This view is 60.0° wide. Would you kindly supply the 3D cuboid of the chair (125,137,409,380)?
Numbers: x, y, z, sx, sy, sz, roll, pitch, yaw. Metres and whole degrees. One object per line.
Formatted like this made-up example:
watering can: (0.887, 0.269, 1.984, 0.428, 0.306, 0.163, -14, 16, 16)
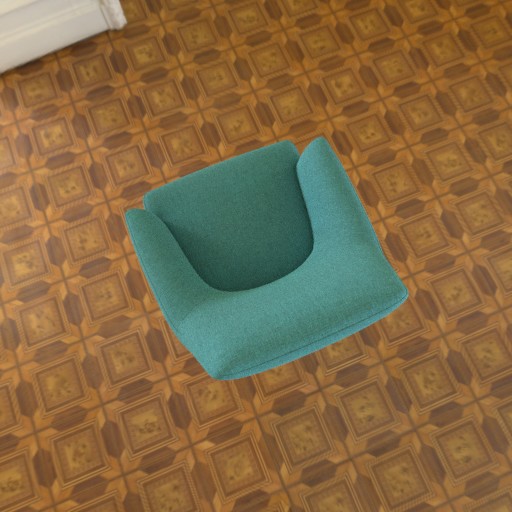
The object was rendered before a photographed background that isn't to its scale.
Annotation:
chair: (0.000, 0.000, 1.385, 0.642, 0.874, 0.677, -22, 76, -6)
